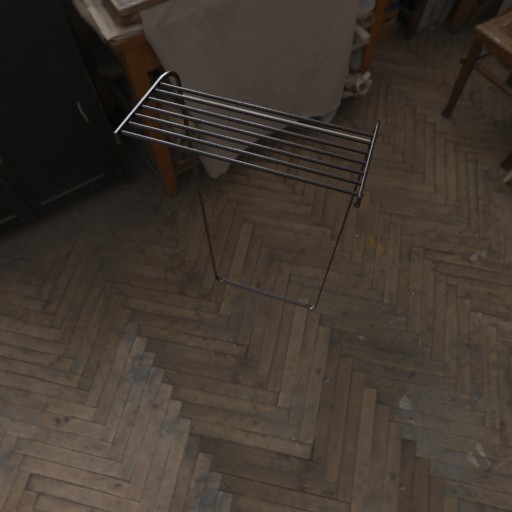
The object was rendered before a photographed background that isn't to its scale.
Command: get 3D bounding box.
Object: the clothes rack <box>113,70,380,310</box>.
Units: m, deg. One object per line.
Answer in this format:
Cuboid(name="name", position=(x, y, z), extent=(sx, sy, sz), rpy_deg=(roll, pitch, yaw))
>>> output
Cuboid(name="clothes rack", position=(0.000, 0.000, 1.791), extent=(0.609, 1.574, 0.349), rpy_deg=(16, 64, 8))
